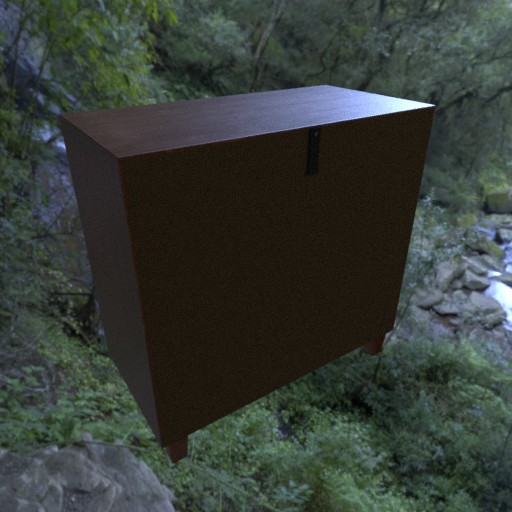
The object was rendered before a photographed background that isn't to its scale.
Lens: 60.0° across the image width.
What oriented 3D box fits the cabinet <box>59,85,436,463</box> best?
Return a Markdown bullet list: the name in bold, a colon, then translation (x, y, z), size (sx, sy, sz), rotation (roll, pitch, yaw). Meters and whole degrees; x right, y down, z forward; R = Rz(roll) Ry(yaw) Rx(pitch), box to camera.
- **cabinet**: translation (0.000, 0.000, 1.230), size (0.796, 0.785, 0.412), rotation (-18, 34, -29)
